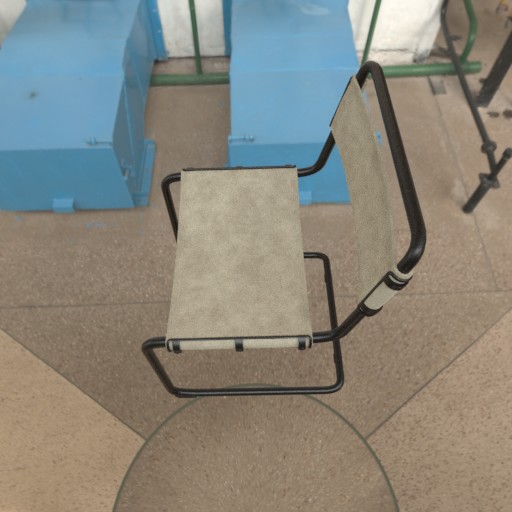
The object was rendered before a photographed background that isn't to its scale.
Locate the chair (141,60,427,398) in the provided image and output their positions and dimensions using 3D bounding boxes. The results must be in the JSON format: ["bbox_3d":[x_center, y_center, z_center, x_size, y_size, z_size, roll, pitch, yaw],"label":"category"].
[{"bbox_3d":[0.000,0.000,1.059,0.497,0.747,0.499,-1,58,-1],"label":"chair"}]
